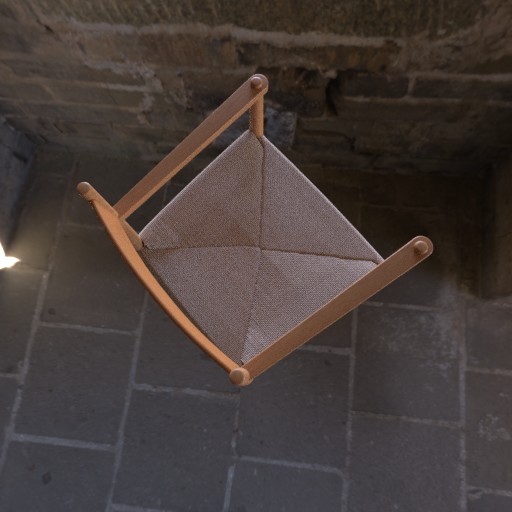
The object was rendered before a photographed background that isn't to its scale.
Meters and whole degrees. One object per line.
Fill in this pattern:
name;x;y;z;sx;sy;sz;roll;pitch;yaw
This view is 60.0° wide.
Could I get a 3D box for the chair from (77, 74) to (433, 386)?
chair;0.000;0.000;1.145;0.495;0.762;0.556;-39;78;-10
